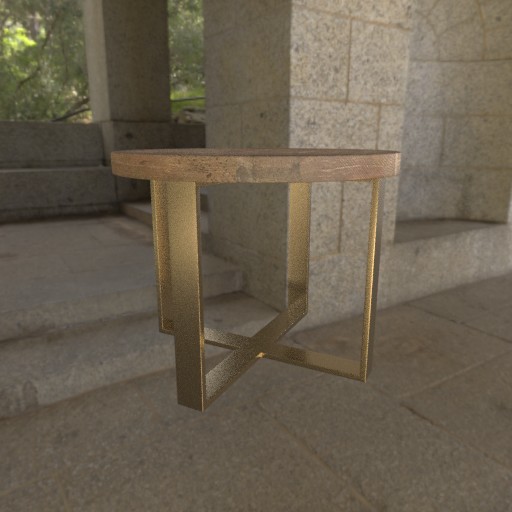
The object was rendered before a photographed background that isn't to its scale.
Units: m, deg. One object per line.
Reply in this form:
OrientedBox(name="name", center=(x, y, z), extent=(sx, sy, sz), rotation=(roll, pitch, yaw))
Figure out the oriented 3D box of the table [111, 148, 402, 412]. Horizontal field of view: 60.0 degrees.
OrientedBox(name="table", center=(0.000, 0.000, 0.947), extent=(0.557, 0.437, 0.557), rotation=(0, 15, 0))
